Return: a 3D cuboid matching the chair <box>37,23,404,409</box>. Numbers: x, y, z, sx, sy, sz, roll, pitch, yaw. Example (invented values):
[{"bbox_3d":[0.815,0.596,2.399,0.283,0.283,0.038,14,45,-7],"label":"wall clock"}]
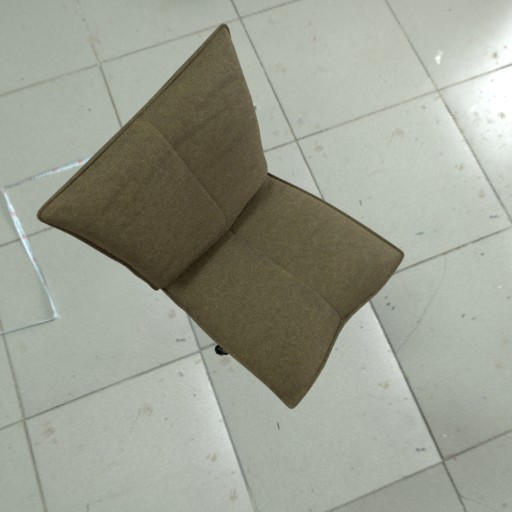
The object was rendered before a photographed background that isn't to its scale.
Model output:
[{"bbox_3d":[0.000,0.000,1.274,0.696,0.811,0.597,38,78,9],"label":"chair"}]
